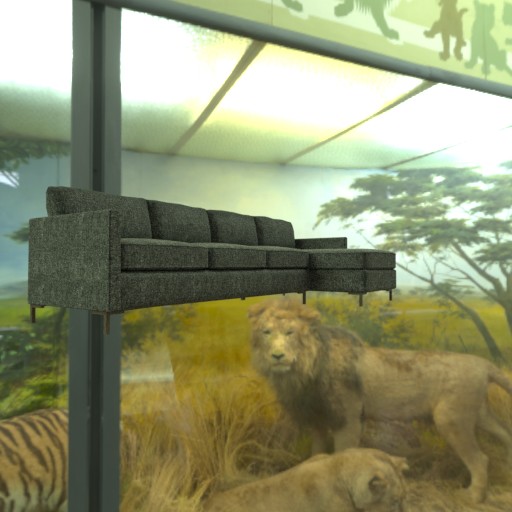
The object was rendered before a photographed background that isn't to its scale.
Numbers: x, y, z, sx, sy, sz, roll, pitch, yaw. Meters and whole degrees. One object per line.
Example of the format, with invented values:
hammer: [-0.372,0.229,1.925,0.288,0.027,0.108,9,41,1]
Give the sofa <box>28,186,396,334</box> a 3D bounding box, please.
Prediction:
sofa: [0.000,0.000,4.028,1.488,0.970,3.384,-1,-1,36]
